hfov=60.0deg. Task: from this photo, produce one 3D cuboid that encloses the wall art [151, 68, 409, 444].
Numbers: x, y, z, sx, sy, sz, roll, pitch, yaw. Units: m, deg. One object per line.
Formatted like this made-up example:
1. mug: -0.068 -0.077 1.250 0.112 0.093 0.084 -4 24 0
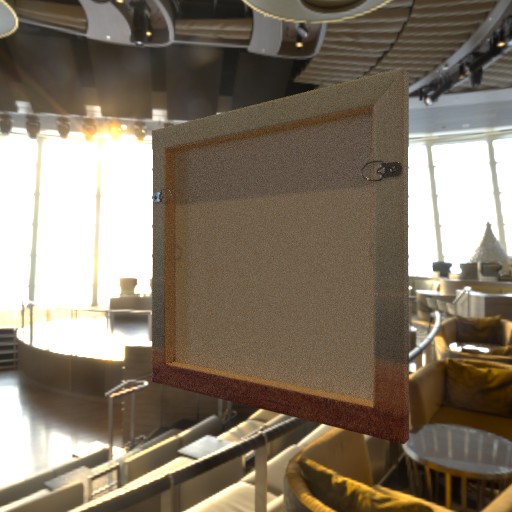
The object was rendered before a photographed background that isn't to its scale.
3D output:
1. wall art: 0.000 0.000 0.899 0.605 0.605 0.034 0 0 36
